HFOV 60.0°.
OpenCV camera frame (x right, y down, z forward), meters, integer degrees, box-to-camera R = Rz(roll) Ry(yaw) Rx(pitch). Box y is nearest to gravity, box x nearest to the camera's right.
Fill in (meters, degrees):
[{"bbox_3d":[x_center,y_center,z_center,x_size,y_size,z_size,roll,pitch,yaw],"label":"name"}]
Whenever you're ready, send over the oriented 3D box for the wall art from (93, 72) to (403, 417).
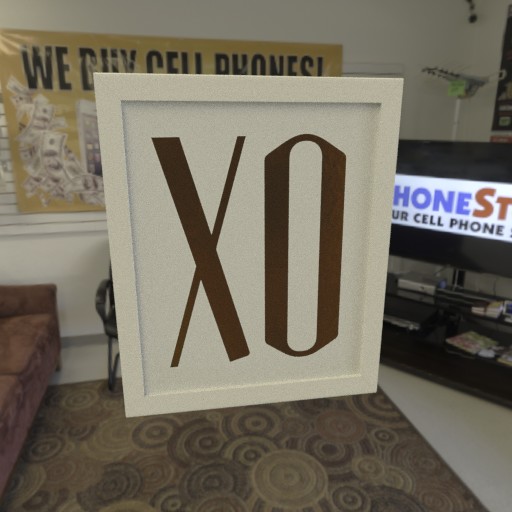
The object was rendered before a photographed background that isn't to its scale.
[{"bbox_3d":[0.000,0.000,0.710,0.444,0.536,0.020,-3,16,-9],"label":"wall art"}]
